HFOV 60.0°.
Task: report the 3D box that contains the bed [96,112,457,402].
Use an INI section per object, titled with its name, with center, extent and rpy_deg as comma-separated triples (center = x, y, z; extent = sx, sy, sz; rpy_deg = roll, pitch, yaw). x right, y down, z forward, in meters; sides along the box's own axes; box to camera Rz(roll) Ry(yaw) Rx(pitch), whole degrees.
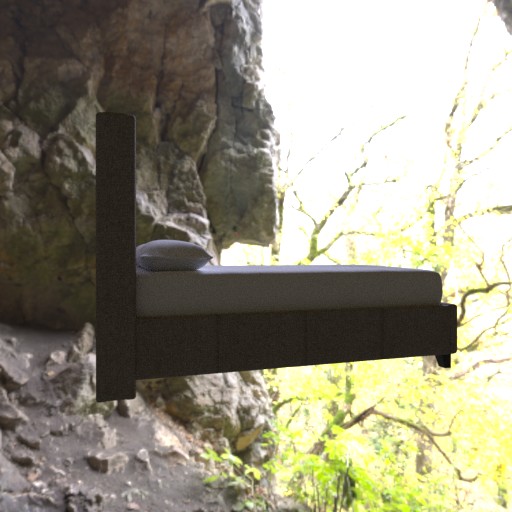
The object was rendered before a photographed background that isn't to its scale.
[bed]
center = 0.000, 0.000, 3.375
extent = 2.245, 1.476, 1.714
rpy_deg = 0, 0, -18
